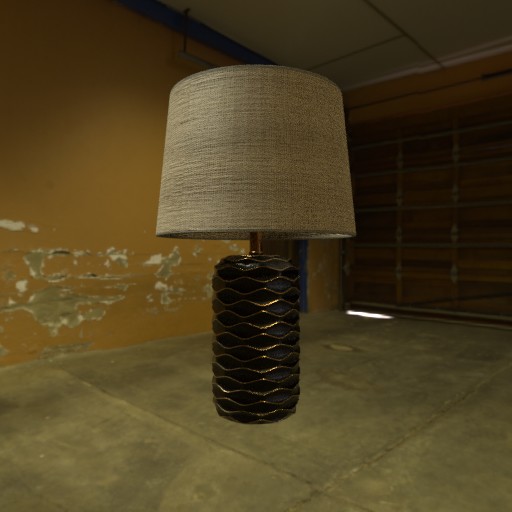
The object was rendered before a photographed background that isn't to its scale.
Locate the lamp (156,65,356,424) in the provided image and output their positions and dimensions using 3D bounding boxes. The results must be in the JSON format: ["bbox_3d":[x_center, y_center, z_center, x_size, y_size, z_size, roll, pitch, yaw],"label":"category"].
[{"bbox_3d":[0.000,0.000,0.851,0.376,0.594,0.376,0,0,0],"label":"lamp"}]
